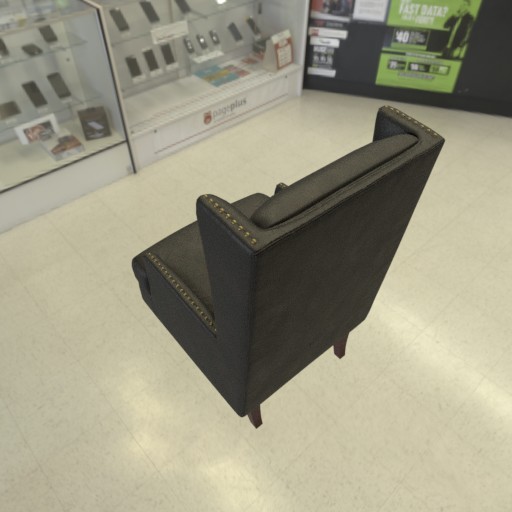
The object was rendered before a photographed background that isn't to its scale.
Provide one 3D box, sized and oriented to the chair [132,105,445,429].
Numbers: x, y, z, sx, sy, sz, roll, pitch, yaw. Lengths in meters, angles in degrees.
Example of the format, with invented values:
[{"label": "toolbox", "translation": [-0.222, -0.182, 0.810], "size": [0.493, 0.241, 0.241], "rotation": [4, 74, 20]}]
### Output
[{"label": "chair", "translation": [0.000, 0.000, 1.646], "size": [0.703, 1.142, 0.799], "rotation": [-31, 54, -26]}]
